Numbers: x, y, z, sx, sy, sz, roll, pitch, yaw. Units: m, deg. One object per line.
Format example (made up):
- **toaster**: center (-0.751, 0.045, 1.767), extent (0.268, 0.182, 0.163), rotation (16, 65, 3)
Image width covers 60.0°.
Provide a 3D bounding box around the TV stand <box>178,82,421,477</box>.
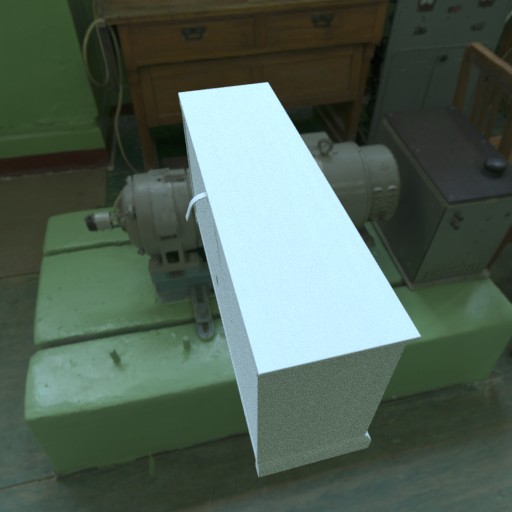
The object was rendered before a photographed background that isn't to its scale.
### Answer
- **TV stand**: center (0.000, 0.000, 1.496), extent (0.424, 0.624, 1.187), rotation (-10, 47, -10)
